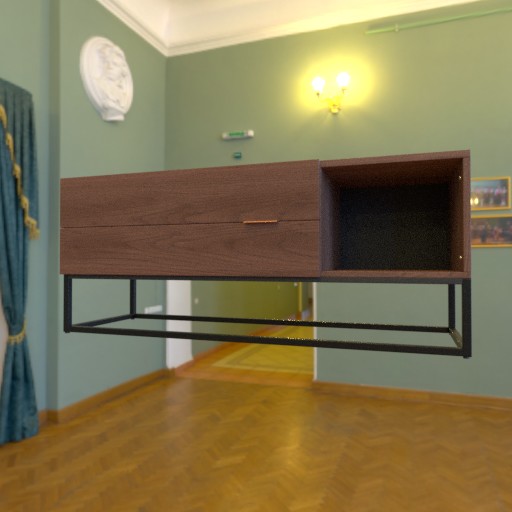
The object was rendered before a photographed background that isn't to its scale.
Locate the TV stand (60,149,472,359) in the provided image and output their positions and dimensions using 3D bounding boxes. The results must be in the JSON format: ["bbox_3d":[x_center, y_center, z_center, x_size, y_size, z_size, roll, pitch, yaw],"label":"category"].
[{"bbox_3d":[0.000,0.000,1.413,1.200,0.500,0.415,0,-1,19],"label":"TV stand"}]
